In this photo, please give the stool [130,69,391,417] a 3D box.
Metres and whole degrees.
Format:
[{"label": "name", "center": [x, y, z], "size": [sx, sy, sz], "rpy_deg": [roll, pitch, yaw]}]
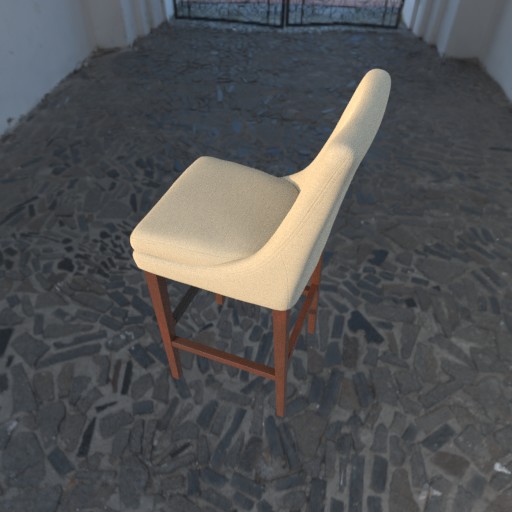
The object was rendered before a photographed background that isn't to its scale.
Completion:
[{"label": "stool", "center": [0.000, 0.000, 1.374], "size": [0.577, 1.078, 0.470], "rpy_deg": [15, 46, 15]}]
